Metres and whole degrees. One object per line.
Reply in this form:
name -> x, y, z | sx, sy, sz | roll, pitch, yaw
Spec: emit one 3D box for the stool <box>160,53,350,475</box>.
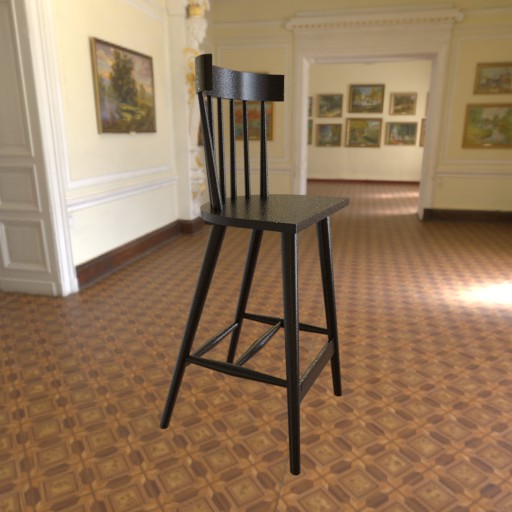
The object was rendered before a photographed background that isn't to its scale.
stool -> 0.000, 0.000, 1.371 | 0.483, 1.092, 0.482 | 7, 17, 25
